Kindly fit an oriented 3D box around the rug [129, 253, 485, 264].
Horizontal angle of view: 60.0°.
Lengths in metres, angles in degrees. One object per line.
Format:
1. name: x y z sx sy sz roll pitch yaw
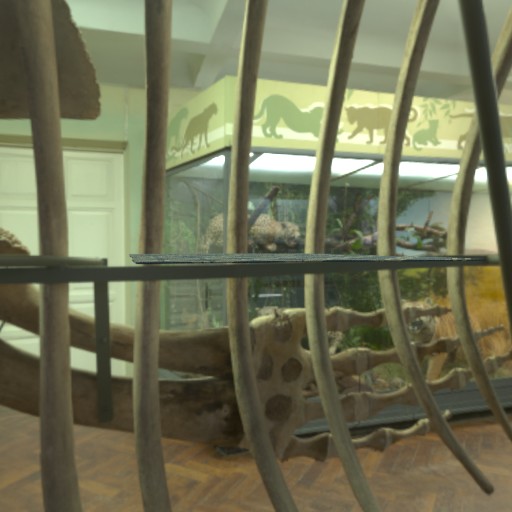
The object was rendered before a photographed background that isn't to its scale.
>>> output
1. rug: 0.000 0.000 2.778 1.524 0.013 2.135 0 1 -17
